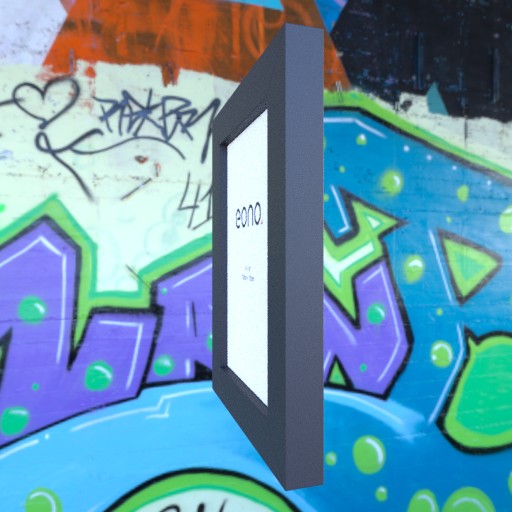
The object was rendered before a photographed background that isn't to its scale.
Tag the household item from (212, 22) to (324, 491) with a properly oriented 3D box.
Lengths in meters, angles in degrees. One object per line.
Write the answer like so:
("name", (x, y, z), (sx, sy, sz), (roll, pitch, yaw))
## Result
("household item", (0.000, 0.000, 0.233), (0.022, 0.178, 0.133), (0, 0, -18))
